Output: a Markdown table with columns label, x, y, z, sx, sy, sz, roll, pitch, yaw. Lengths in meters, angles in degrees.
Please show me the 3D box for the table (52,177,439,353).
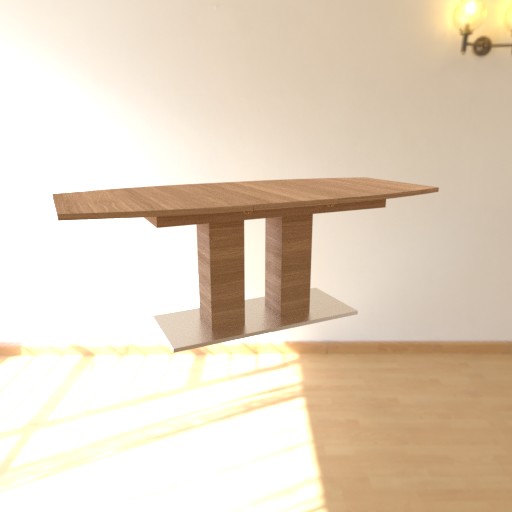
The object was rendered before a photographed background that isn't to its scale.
| label | x | y | z | sx | sy | sz | roll | pitch | yaw |
| --- | --- | --- | --- | --- | --- | --- | --- | --- | --- |
| table | 0.000 | 0.000 | 2.538 | 2.032 | 0.750 | 0.900 | -7 | 17 | -25 |
